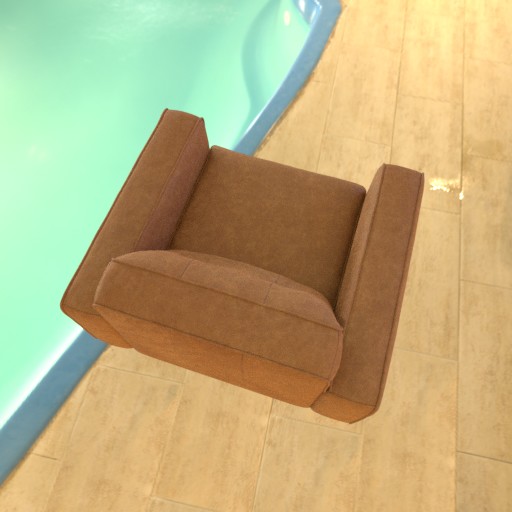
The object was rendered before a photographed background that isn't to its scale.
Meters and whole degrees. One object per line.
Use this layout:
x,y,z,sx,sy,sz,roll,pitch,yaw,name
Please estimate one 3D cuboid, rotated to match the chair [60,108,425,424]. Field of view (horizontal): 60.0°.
0.000,0.000,1.744,1.118,0.782,0.952,16,65,8,chair
